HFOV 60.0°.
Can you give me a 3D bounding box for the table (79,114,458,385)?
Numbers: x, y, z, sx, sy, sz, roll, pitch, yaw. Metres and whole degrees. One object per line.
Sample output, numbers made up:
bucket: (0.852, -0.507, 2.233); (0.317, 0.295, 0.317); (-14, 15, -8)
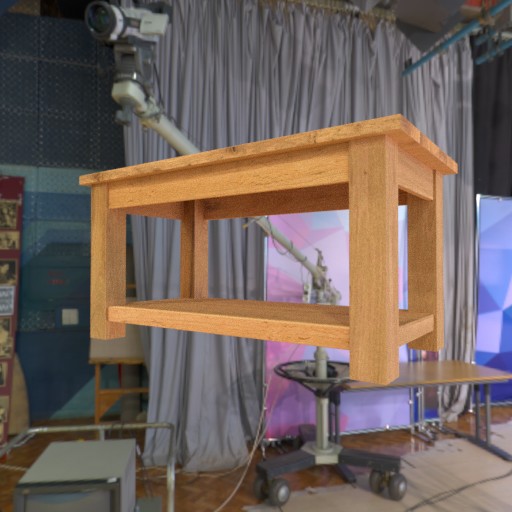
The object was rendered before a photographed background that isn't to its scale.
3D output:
table: (0.000, 0.000, 1.165); (0.899, 0.452, 0.450); (-1, -1, 35)
